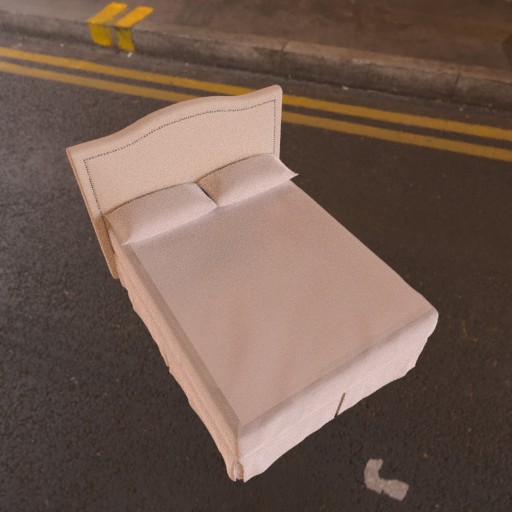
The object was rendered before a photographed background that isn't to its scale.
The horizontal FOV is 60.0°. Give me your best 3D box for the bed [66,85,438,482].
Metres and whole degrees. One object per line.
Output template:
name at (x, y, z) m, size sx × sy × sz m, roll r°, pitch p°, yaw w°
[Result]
bed at (0.000, 0.000, 3.193) m, size 1.753 × 1.460 × 2.143 m, roll -25°, pitch 52°, yaw -22°
